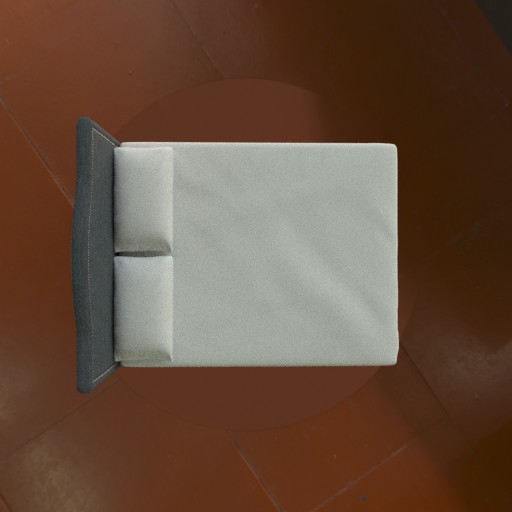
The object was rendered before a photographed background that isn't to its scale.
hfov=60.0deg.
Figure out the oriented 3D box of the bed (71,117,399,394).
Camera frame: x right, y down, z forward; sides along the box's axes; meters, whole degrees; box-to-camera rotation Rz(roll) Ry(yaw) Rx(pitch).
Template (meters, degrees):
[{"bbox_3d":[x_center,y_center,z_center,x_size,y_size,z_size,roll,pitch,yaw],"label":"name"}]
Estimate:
[{"bbox_3d":[0.000,0.000,3.928,2.689,1.457,2.161,0,90,-1],"label":"bed"}]
